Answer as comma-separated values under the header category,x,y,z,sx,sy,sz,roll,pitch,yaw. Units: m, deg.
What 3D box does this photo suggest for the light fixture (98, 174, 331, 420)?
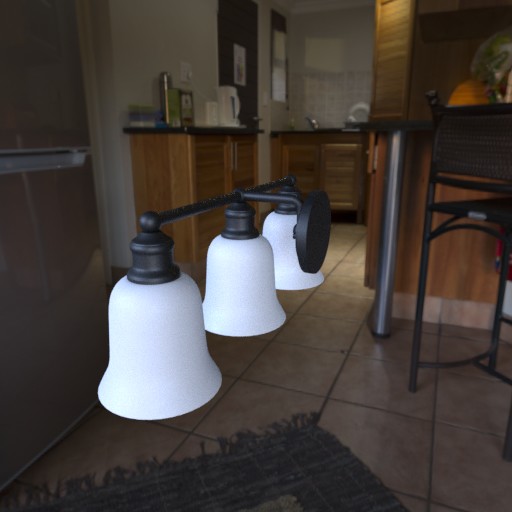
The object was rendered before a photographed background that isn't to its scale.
category,x,y,z,sx,sy,sz,roll,pitch,yaw
light fixture,0.000,0.000,0.679,0.198,0.211,0.570,7,18,24
